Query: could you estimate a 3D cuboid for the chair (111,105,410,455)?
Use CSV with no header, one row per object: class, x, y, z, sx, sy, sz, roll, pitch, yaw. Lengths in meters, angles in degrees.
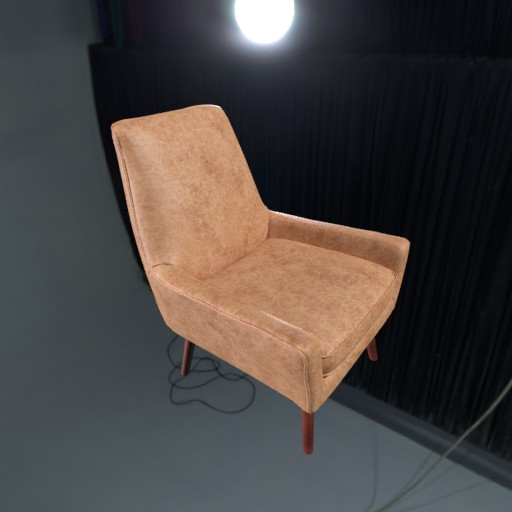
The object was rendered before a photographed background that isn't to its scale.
chair,0.000,0.000,1.510,0.851,0.883,0.753,18,33,31
